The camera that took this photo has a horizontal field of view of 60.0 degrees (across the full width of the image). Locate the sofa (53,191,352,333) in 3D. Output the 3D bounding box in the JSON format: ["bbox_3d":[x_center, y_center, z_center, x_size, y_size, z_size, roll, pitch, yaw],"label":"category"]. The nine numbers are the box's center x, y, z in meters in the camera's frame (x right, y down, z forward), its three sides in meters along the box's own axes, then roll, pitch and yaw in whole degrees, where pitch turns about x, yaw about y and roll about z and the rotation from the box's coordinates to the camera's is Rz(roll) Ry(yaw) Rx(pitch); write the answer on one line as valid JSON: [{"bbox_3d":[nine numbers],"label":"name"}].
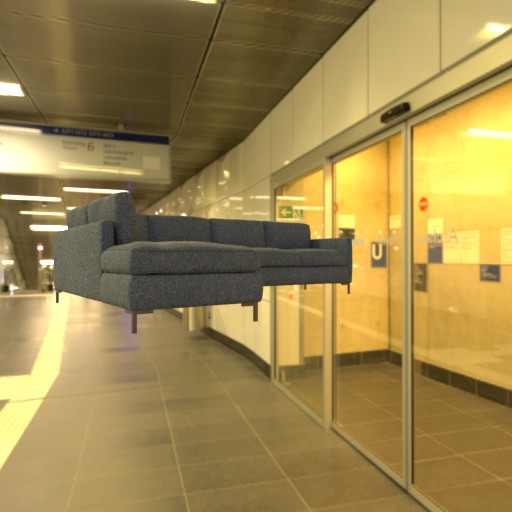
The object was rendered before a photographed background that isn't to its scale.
[{"bbox_3d":[0.000,0.000,3.856,2.949,0.815,2.007,0,-1,-35],"label":"sofa"}]
